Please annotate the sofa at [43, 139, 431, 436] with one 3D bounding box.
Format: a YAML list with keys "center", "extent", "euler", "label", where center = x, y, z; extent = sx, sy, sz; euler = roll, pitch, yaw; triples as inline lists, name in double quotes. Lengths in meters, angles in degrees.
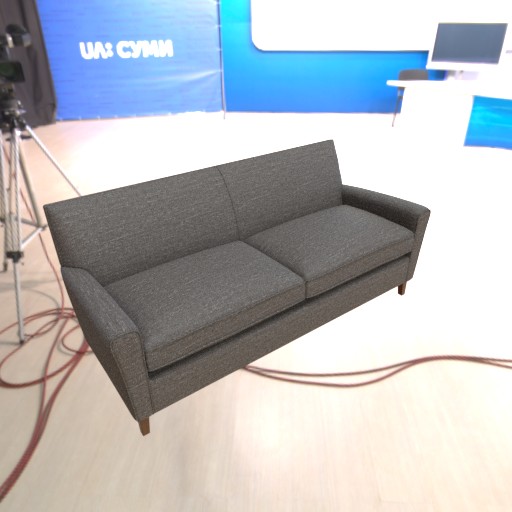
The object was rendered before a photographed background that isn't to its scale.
- center: [0.000, 0.000, 2.512]
  extent: [1.976, 0.846, 0.875]
  euler: [-20, 36, -31]
  label: "sofa"
